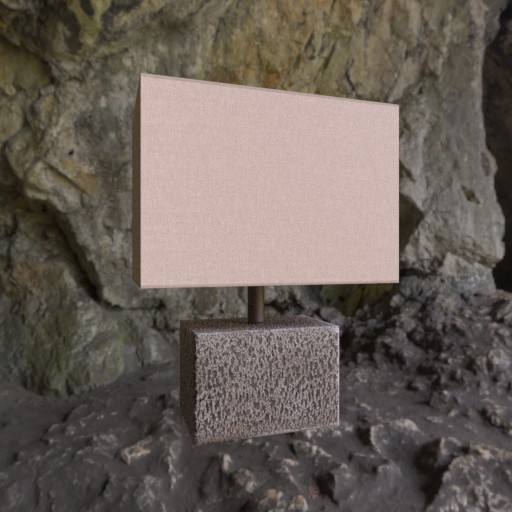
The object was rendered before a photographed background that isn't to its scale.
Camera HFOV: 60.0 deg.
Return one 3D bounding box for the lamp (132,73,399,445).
[{"bbox_3d":[0.000,0.000,0.560,0.294,0.411,0.180,0,0,-18],"label":"lamp"}]
